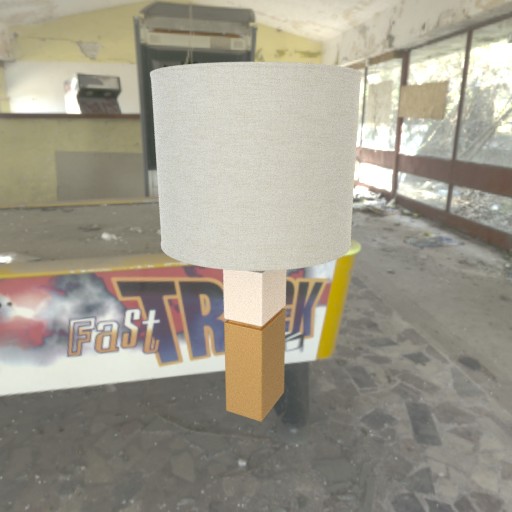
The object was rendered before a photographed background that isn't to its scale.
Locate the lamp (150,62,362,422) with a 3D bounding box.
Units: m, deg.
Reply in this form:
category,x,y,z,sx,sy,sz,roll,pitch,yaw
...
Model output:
category,x,y,z,sx,sy,sz,roll,pitch,yaw
lamp,0.000,0.000,0.550,0.229,0.417,0.229,8,19,25
